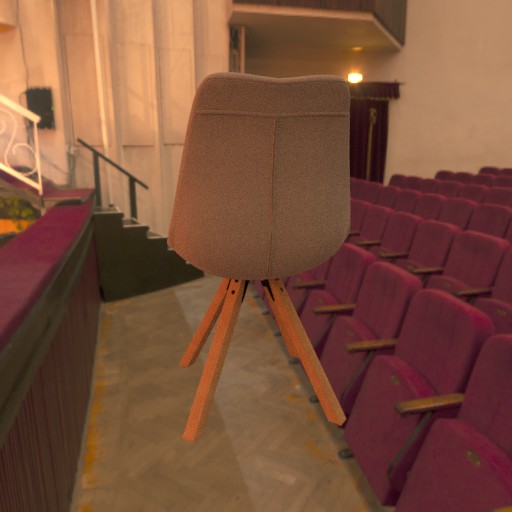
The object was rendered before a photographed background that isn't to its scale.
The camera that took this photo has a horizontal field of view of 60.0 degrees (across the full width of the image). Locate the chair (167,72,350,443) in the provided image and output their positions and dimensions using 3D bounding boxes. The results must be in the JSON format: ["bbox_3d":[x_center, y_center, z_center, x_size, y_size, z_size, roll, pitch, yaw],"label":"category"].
[{"bbox_3d":[0.000,0.000,1.218,0.474,0.863,0.549,-2,14,-10],"label":"chair"}]
